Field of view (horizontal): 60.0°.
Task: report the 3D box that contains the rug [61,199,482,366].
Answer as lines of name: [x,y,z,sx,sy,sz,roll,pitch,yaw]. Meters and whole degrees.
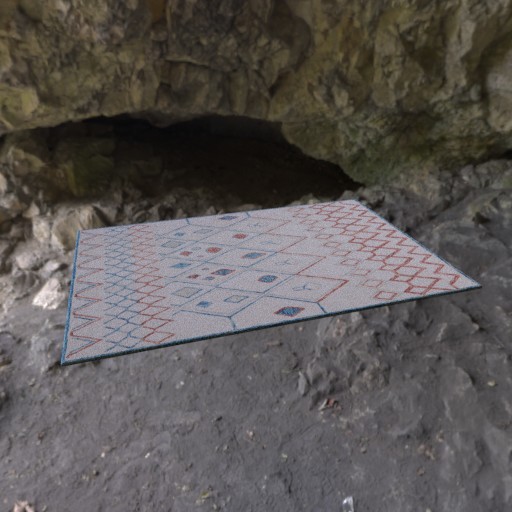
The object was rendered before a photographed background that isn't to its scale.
rug: [0.000,0.000,2.335,1.829,0.016,1.219,-8,28,-15]
